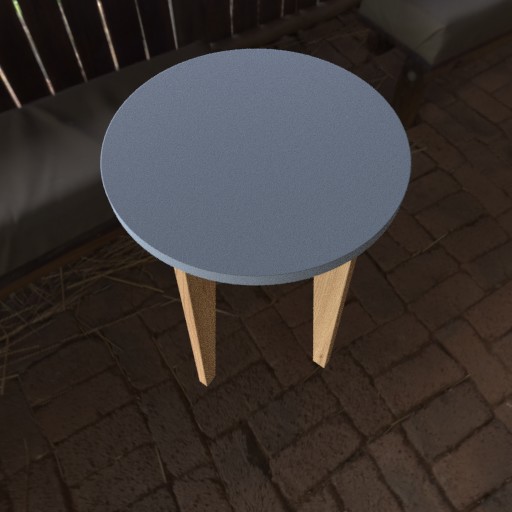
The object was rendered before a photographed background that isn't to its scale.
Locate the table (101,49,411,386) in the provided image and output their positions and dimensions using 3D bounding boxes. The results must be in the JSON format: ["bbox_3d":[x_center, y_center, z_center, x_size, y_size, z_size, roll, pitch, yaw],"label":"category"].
[{"bbox_3d":[0.000,0.000,0.720,0.350,0.500,0.350,0,59,0],"label":"table"}]
